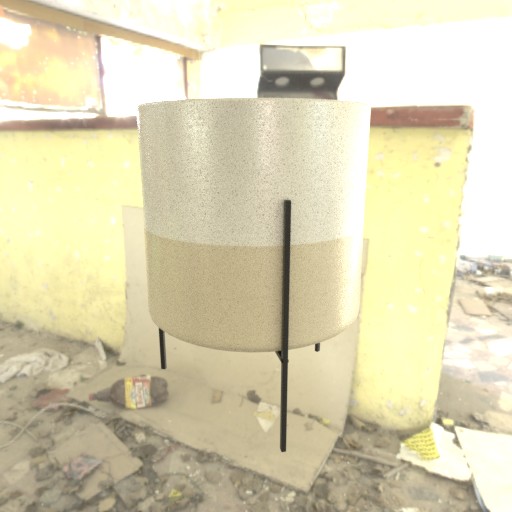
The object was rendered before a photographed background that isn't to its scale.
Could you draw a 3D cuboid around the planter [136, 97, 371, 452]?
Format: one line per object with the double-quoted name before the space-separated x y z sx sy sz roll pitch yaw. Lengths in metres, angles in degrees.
"planter" 0.000 0.000 0.757 0.368 0.484 0.359 -14 20 -42
